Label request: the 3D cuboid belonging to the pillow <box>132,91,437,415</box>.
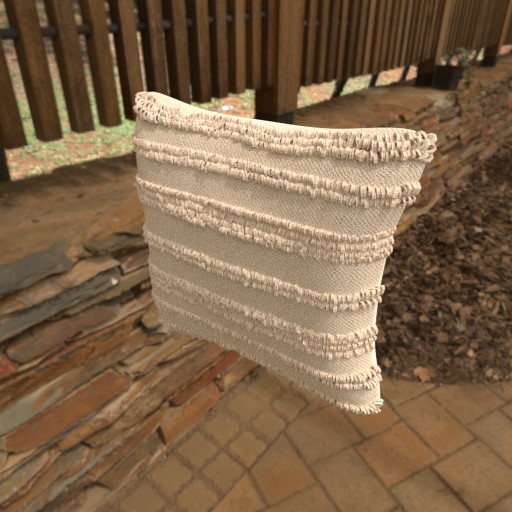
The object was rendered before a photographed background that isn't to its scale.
[{"bbox_3d":[0.000,0.000,0.650,0.437,0.427,0.145,18,34,29],"label":"pillow"}]
